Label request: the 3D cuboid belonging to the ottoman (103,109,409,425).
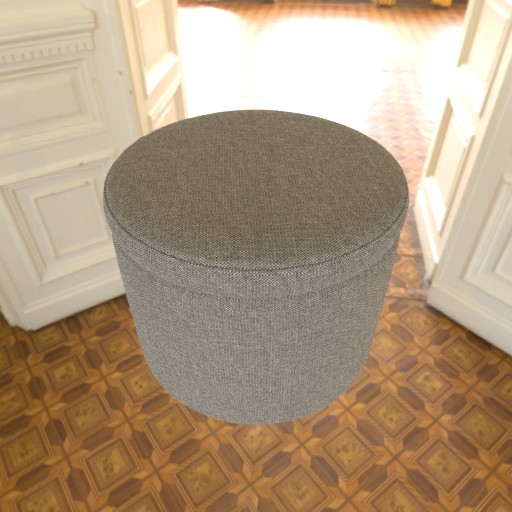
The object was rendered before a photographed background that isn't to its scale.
[{"bbox_3d":[0.000,0.000,0.890,0.520,0.430,0.520,0,41,0],"label":"ottoman"}]
